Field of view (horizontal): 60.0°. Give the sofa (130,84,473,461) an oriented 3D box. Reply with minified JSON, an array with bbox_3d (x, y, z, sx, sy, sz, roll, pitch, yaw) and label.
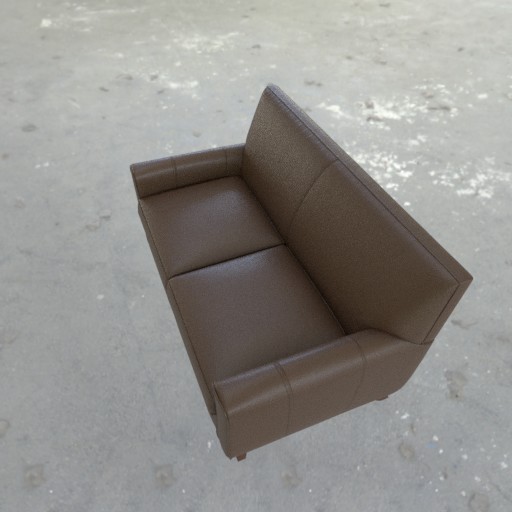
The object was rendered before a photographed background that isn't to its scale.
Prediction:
[{"bbox_3d":[0.000,0.000,2.019,0.853,0.859,1.468,-17,48,-16],"label":"sofa"}]
